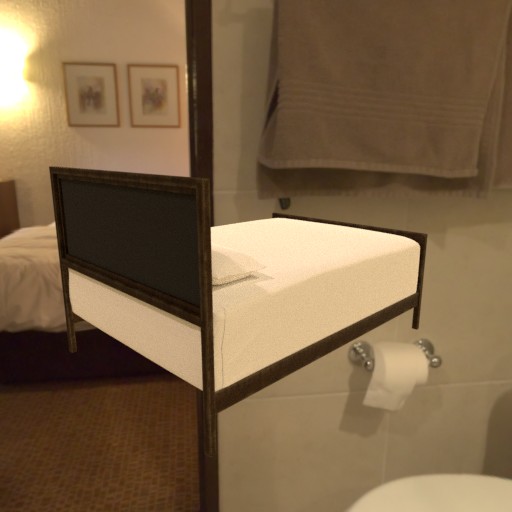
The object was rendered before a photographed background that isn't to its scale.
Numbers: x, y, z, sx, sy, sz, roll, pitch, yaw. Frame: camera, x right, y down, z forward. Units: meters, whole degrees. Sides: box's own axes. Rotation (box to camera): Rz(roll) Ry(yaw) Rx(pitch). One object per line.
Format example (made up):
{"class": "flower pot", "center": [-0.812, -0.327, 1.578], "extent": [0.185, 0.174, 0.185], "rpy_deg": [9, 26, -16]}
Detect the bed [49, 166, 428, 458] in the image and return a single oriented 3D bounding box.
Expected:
{"class": "bed", "center": [0.000, 0.000, 3.265], "extent": [1.607, 1.313, 2.221], "rpy_deg": [14, 19, 43]}
